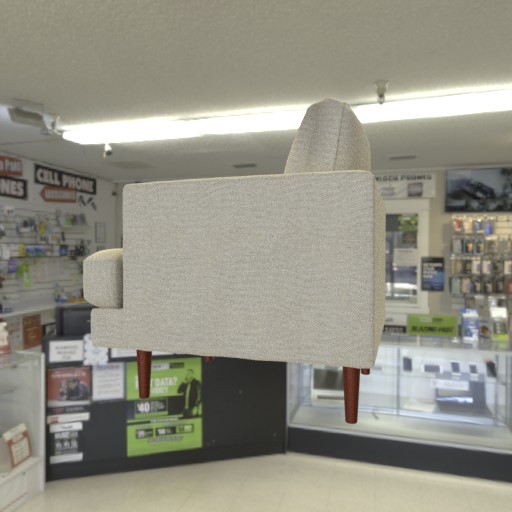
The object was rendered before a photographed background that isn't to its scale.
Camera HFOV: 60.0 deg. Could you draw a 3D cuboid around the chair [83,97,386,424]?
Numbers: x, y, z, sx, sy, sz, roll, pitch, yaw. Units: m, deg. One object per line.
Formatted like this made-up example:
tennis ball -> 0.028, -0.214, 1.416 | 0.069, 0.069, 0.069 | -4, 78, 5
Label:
chair -> 0.000, 0.000, 1.648 | 0.899, 0.957, 0.858 | 0, 1, 18
